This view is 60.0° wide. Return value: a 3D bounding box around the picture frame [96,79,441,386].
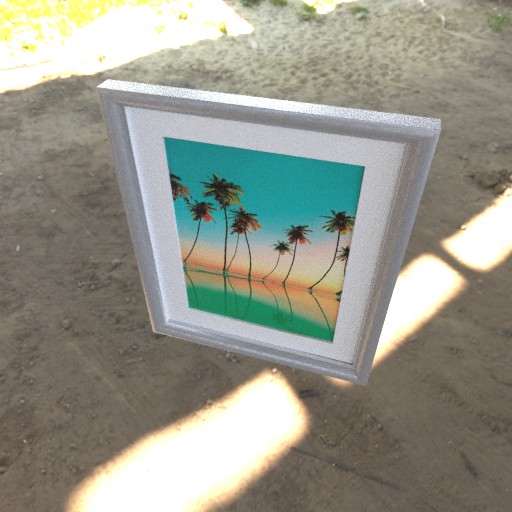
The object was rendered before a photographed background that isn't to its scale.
[{"bbox_3d":[0.000,0.000,0.536,0.327,0.378,0.027,11,43,13],"label":"picture frame"}]
